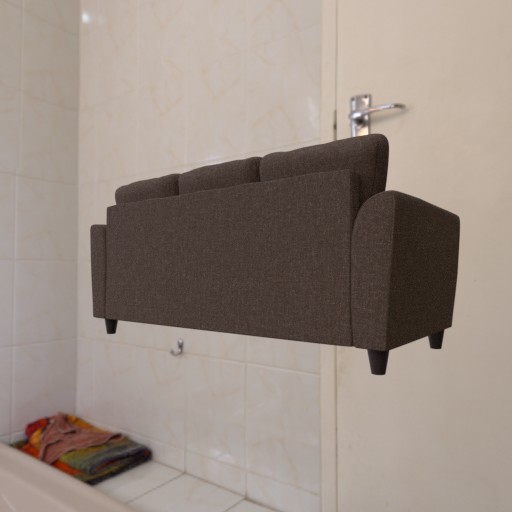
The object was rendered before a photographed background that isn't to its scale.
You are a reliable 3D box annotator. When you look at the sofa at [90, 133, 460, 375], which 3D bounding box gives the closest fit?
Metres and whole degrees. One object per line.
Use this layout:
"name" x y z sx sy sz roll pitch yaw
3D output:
"sofa" 0.000 0.000 2.357 1.847 0.891 0.837 -2 -2 38
